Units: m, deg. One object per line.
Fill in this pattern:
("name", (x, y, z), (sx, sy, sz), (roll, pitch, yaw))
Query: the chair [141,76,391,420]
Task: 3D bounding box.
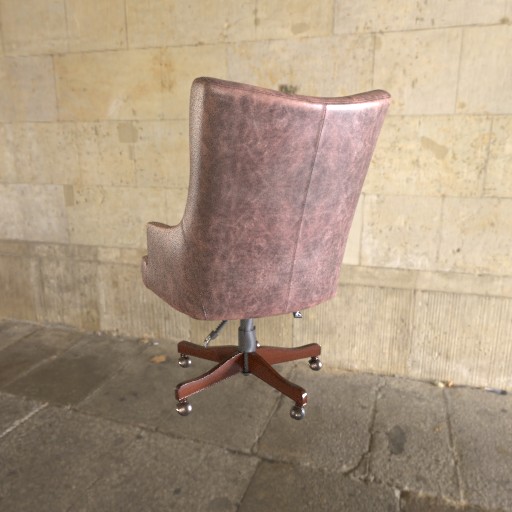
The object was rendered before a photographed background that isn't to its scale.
("chair", (0.000, 0.000, 1.500), (0.641, 1.035, 0.762), (-7, 15, -25))
